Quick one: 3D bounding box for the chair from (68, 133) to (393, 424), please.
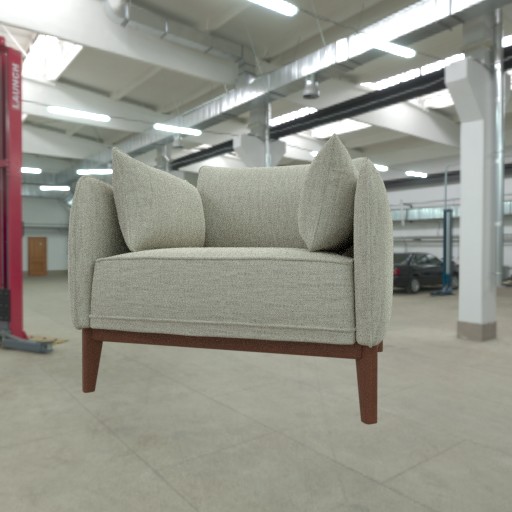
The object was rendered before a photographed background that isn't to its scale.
[{"bbox_3d":[0.000,0.000,1.679,0.994,0.855,0.991,0,1,17],"label":"chair"}]
